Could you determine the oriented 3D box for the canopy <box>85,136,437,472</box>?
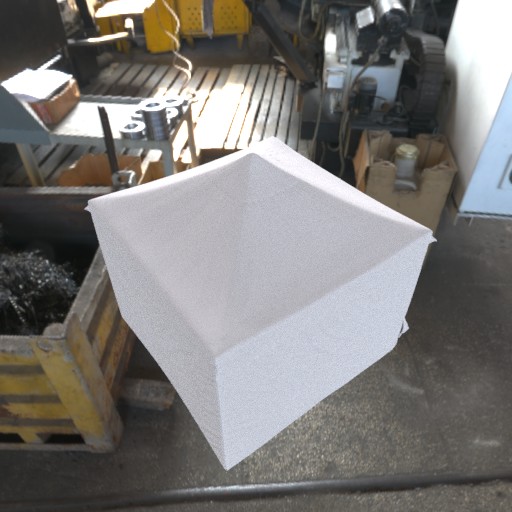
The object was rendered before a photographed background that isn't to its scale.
[{"bbox_3d":[0.000,0.000,5.685,3.121,2.997,3.043,-26,48,-27],"label":"canopy"}]
